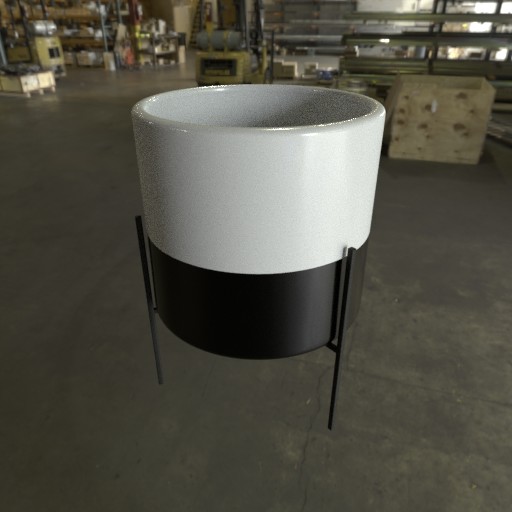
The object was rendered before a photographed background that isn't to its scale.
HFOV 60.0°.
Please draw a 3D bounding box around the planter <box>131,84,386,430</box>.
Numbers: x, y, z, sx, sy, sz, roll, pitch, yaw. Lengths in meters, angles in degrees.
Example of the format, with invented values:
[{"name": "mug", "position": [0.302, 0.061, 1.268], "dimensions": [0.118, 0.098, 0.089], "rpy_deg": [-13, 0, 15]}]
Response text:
[{"name": "planter", "position": [0.000, 0.000, 0.644], "dimensions": [0.310, 0.432, 0.310], "rpy_deg": [2, 29, 3]}]
